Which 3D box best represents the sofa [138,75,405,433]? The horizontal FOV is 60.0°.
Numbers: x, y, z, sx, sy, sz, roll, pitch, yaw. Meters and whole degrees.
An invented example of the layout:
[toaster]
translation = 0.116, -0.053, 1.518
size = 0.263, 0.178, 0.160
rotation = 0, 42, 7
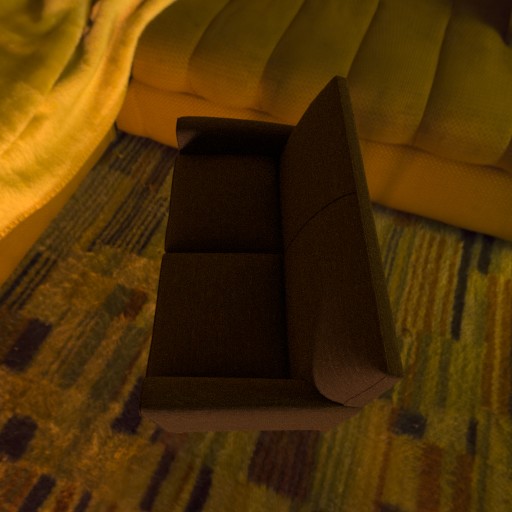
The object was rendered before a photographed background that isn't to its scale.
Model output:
[sofa]
translation = 0.000, 0.000, 2.051
size = 0.867, 0.905, 1.509
rotation = 0, 57, 0
